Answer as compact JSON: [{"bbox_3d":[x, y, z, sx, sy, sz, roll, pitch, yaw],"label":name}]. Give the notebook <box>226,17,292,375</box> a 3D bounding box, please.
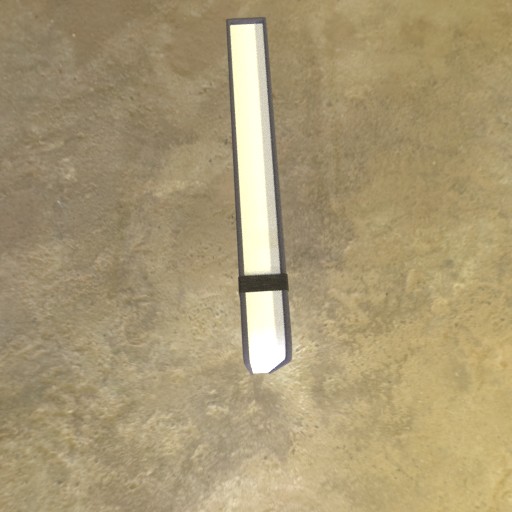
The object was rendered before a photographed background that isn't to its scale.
[{"bbox_3d":[0.000,0.000,0.252,0.016,0.213,0.127,-3,74,-1],"label":"notebook"}]
